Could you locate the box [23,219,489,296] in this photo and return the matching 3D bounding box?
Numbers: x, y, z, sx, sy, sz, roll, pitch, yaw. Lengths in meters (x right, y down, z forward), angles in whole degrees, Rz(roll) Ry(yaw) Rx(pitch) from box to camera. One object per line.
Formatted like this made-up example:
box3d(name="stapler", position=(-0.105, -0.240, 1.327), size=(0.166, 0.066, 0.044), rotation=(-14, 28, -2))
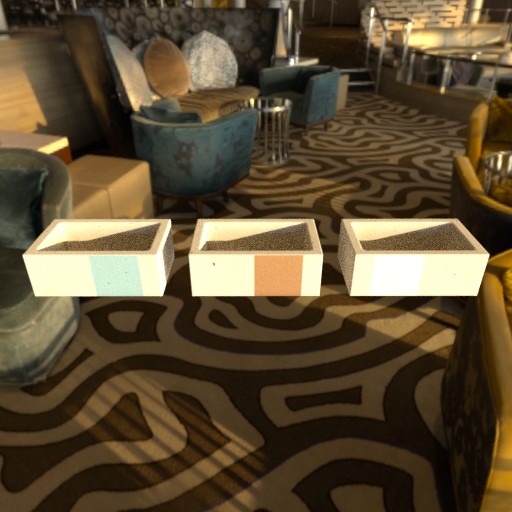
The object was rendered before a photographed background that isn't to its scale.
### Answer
box3d(name="box", position=(0.000, 0.000, 0.485), size=(0.461, 0.051, 0.082), rotation=(0, 30, 0))
